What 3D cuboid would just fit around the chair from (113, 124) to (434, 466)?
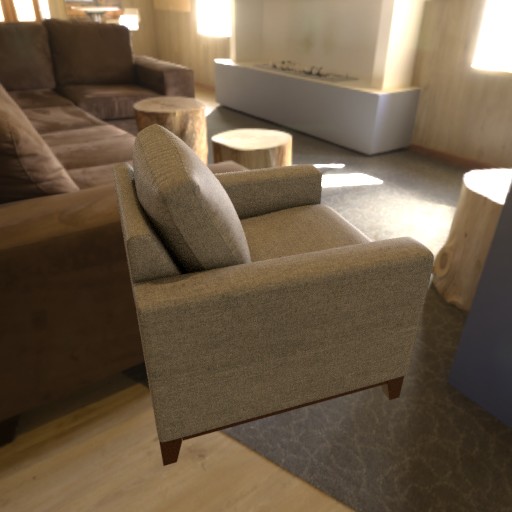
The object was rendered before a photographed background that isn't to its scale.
[{"bbox_3d":[0.000,0.000,1.881,1.038,1.010,1.024,-10,31,-16],"label":"chair"}]
